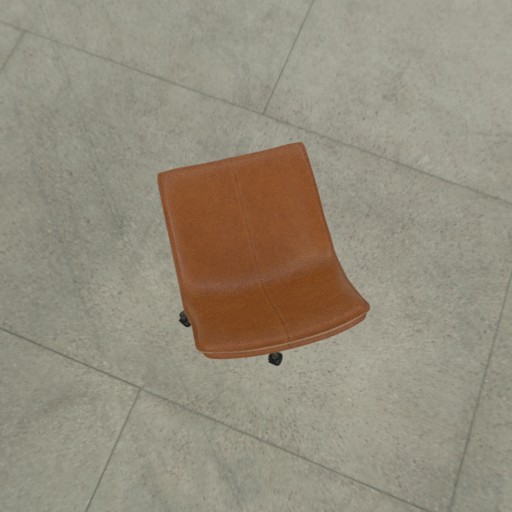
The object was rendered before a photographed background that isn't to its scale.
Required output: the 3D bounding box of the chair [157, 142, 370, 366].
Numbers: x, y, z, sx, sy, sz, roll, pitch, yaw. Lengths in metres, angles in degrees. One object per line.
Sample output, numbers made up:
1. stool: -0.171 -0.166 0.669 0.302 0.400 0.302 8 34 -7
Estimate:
1. chair: 0.000 0.000 1.341 0.651 0.920 0.660 -13 76 -3
